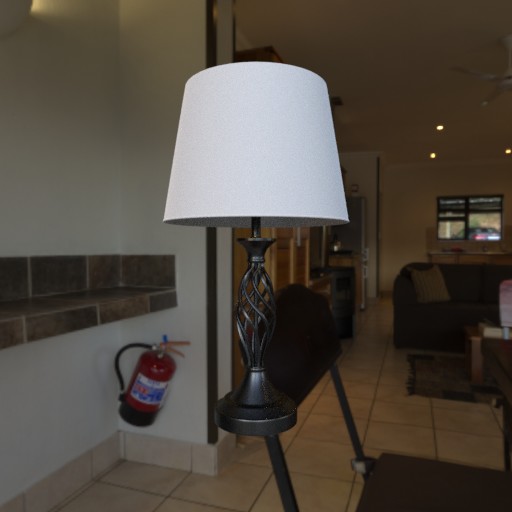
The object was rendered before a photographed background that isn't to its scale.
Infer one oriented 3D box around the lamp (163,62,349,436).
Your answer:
[{"bbox_3d":[0.000,0.000,0.804,0.331,0.594,0.331,0,1,0],"label":"lamp"}]
